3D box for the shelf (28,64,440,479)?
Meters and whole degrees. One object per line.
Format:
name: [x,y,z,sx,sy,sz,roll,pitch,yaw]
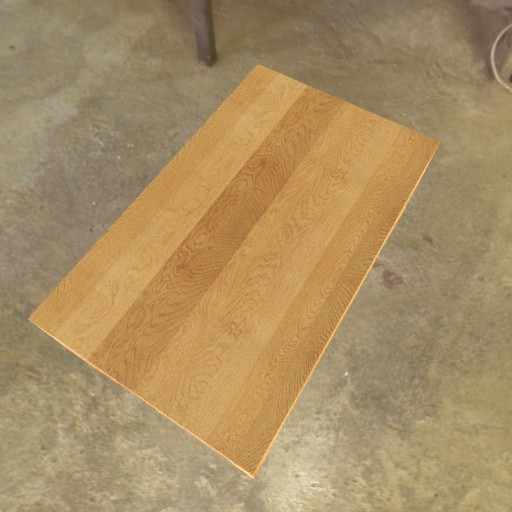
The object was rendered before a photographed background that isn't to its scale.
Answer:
shelf: [0.000,0.000,1.504,0.700,0.450,1.150,29,66,14]
